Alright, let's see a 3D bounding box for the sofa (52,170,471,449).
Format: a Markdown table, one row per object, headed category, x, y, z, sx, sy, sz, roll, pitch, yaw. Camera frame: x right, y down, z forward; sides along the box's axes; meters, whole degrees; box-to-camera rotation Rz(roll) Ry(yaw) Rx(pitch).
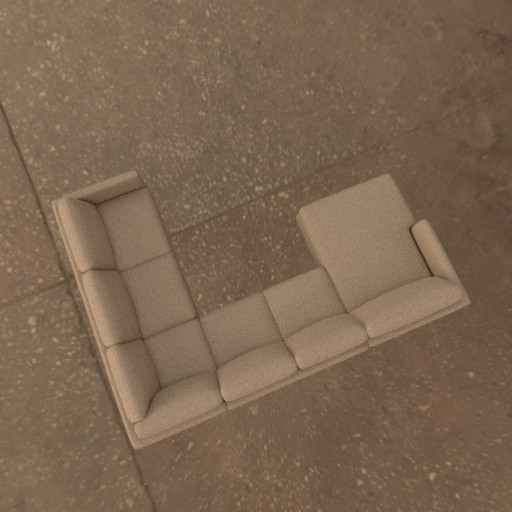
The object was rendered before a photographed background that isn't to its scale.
| category | x | y | z | sx | sy | sz | roll | pitch | yaw |
| --- | --- | --- | --- | --- | --- | --- | --- | --- | --- |
| sofa | 0.000 | 0.000 | 4.526 | 3.403 | 0.889 | 2.551 | -22 | 78 | -5 |
